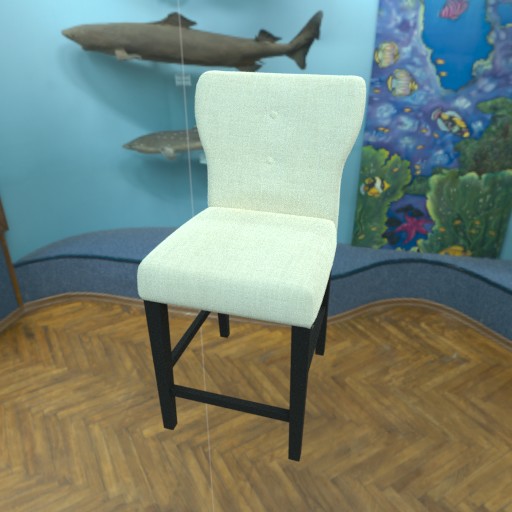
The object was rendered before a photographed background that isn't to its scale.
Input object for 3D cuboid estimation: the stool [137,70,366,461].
[{"bbox_3d":[0.000,0.000,1.317,0.514,0.972,0.603,8,28,15],"label":"stool"}]
